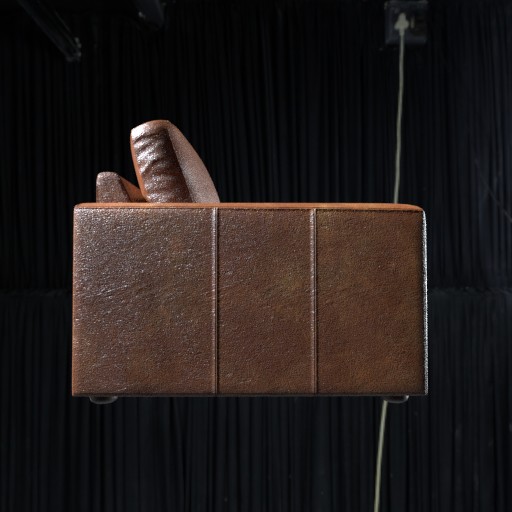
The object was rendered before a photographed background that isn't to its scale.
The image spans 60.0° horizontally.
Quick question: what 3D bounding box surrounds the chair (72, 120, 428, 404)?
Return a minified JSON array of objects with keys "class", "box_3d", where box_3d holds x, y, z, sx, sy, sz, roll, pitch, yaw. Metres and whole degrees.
[{"class":"chair","box_3d":[0.000,0.000,1.713,1.016,0.873,1.005,0,-1,0]}]
